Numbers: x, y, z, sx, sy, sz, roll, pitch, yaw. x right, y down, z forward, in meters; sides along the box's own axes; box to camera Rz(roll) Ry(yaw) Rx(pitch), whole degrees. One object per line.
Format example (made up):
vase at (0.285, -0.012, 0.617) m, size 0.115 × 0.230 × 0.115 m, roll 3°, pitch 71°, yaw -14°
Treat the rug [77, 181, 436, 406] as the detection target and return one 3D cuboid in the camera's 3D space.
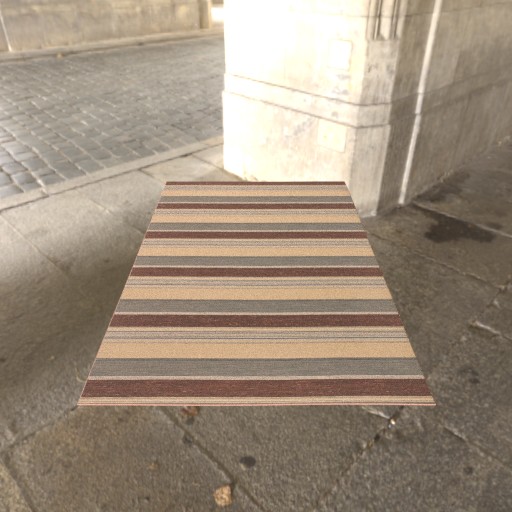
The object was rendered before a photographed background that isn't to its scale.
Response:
rug at (0.000, 0.000, 2.264) m, size 1.219 × 0.008 × 1.829 m, roll 0°, pitch 34°, yaw 0°
